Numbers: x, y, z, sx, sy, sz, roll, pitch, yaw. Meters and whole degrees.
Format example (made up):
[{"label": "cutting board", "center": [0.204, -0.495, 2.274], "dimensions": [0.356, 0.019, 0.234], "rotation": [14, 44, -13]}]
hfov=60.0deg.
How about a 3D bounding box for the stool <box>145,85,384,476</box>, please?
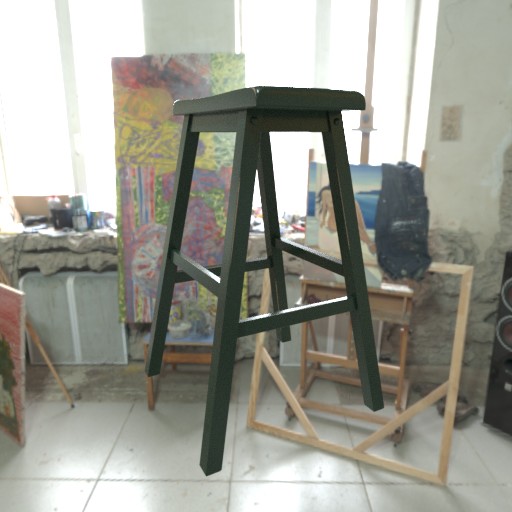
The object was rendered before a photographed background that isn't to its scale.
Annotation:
[{"label": "stool", "center": [0.000, 0.000, 1.084], "dimensions": [0.476, 0.737, 0.457], "rotation": [-8, 18, -27]}]
